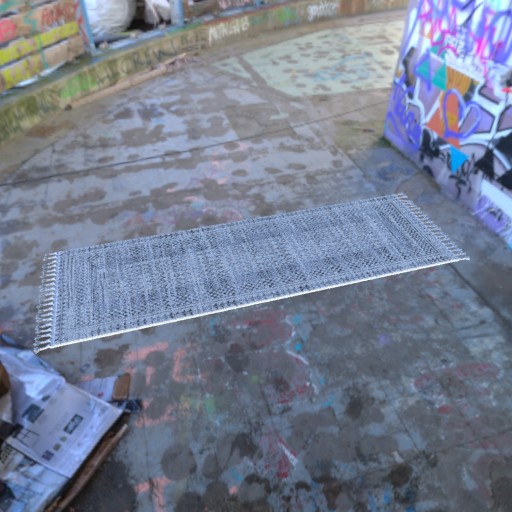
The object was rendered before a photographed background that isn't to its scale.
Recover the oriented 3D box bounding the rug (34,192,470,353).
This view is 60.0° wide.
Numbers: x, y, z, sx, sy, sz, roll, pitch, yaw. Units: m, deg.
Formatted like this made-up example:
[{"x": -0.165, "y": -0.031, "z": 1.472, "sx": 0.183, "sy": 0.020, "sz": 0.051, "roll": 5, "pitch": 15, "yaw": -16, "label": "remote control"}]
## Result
[{"x": 0.000, "y": 0.000, "z": 2.678, "sx": 2.480, "sy": 0.013, "sz": 0.786, "roll": -11, "pitch": 41, "yaw": -13, "label": "rug"}]
